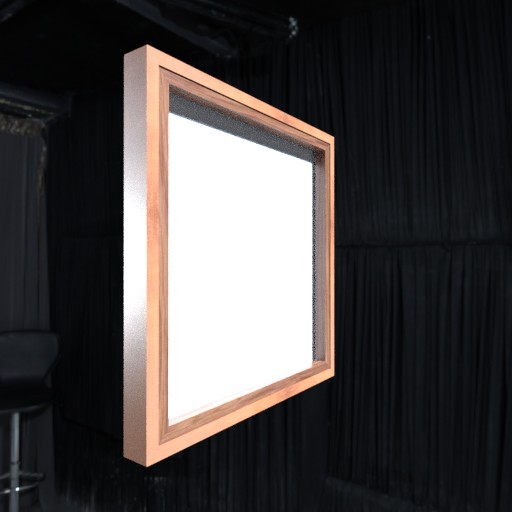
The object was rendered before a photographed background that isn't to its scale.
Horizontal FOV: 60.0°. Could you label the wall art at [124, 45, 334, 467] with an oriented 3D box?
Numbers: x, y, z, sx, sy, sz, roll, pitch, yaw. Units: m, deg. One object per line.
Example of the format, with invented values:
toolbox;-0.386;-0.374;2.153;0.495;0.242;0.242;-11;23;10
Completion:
wall art;0.000;0.000;0.596;0.035;0.403;0.403;0;0;36
